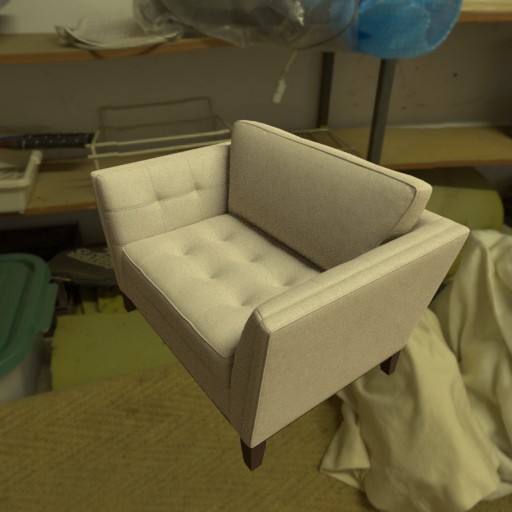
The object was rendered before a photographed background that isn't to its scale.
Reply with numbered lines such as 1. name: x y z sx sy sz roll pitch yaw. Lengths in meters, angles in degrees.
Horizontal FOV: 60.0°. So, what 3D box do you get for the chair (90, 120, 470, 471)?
1. chair: 0.000 0.000 2.031 0.965 0.940 1.397 -22 38 -30
